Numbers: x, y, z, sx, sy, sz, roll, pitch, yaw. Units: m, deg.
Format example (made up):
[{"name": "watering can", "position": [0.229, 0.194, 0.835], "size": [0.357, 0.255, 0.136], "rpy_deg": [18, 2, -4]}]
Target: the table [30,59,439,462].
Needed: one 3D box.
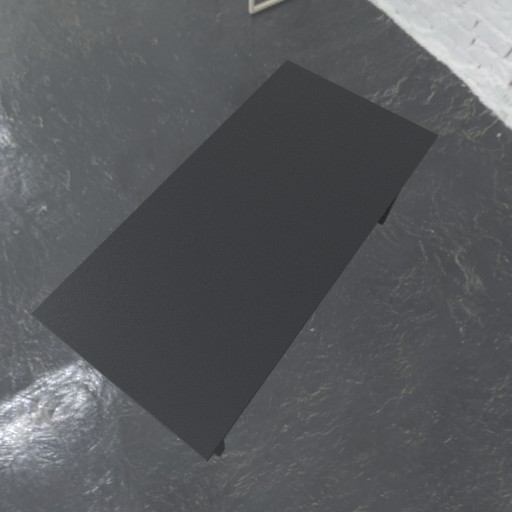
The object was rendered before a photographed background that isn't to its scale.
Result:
[{"name": "table", "position": [0.000, 0.000, 1.347], "size": [0.523, 0.470, 1.044], "rpy_deg": [33, 68, 15]}]
